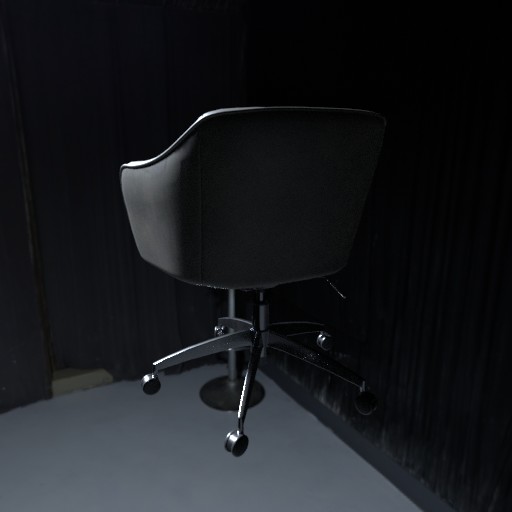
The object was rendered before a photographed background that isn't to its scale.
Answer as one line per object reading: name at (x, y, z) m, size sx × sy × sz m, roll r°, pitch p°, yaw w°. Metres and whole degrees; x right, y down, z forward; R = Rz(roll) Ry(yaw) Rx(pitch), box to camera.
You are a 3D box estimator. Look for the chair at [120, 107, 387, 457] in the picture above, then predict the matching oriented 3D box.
chair at (0.000, 0.000, 1.352) m, size 0.713 × 0.827 × 0.689 m, roll -8°, pitch 17°, yaw -27°
